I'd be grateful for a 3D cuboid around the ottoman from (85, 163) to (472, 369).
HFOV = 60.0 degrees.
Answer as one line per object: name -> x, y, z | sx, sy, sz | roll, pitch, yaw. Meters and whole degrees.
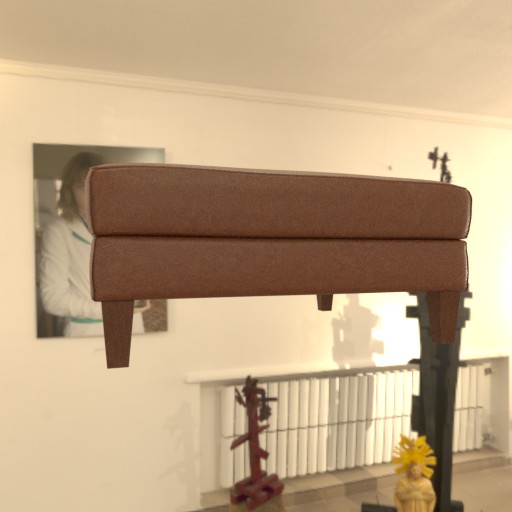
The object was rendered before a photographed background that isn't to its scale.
ottoman -> 0.000, 0.000, 1.425 | 0.987, 0.472, 0.836 | 0, 0, -18
